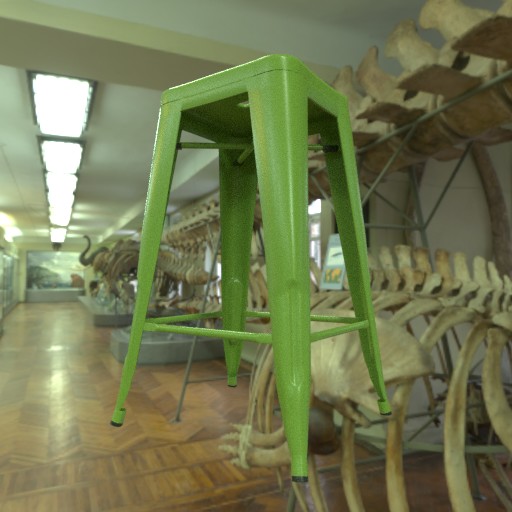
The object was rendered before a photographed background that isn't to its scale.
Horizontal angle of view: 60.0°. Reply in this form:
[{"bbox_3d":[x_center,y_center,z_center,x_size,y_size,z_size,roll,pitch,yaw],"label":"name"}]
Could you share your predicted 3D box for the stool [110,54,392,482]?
[{"bbox_3d":[0.000,0.000,0.835,0.398,0.609,0.358,-2,-3,35],"label":"stool"}]
